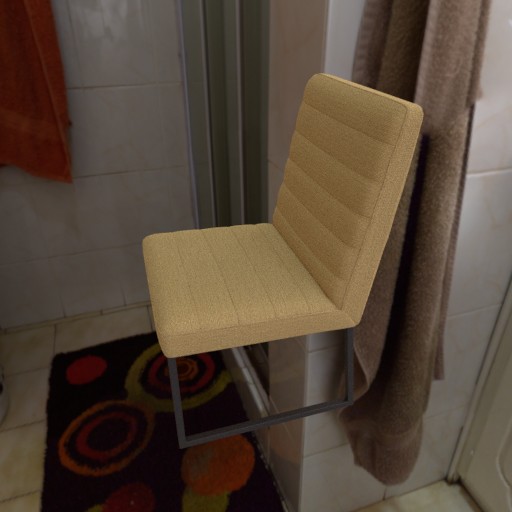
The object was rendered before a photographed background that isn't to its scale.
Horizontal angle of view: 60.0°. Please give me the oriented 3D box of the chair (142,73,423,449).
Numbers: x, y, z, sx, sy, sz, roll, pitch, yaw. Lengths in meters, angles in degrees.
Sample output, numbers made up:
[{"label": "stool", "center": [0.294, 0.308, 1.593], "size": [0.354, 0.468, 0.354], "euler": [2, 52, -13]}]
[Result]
[{"label": "chair", "center": [0.000, 0.000, 1.308], "size": [0.634, 0.930, 0.520], "euler": [-9, 32, -14]}]
